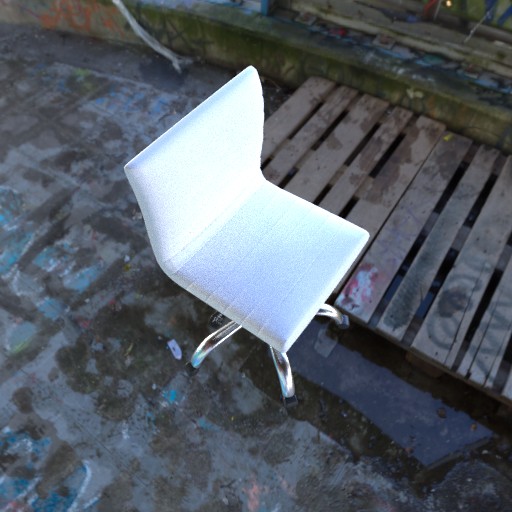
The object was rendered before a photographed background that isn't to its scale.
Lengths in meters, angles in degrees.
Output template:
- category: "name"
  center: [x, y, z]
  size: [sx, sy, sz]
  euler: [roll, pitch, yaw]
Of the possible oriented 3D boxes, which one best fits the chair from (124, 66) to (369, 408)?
- category: "chair"
  center: [0.000, 0.000, 1.156]
  size: [0.530, 0.780, 0.556]
  euler: [31, 62, 19]
